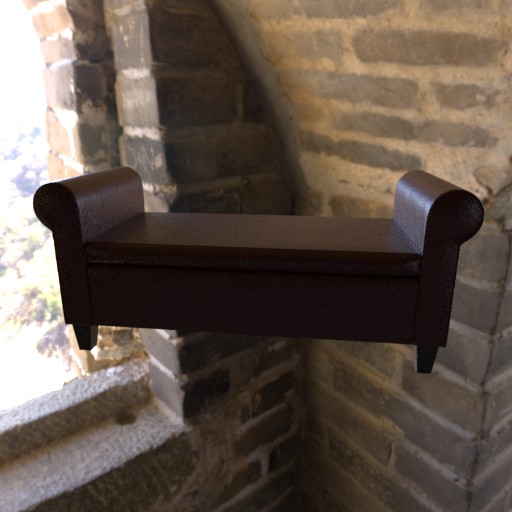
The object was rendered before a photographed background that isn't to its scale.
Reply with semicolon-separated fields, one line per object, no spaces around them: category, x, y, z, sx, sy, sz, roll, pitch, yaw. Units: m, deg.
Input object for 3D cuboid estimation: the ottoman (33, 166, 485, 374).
ottoman;0.000;0.000;1.516;1.256;0.547;0.521;2;17;7
